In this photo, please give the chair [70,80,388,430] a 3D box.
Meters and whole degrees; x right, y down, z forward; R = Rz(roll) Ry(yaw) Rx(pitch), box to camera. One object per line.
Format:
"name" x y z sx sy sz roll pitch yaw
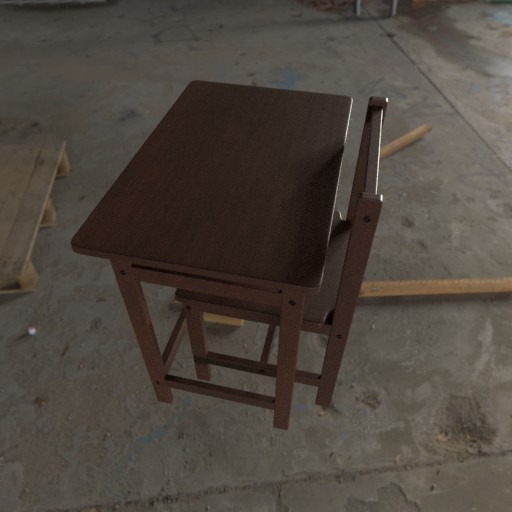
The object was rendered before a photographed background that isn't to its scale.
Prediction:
"chair" 0.000 0.000 1.043 0.463 0.673 0.599 9 47 9
